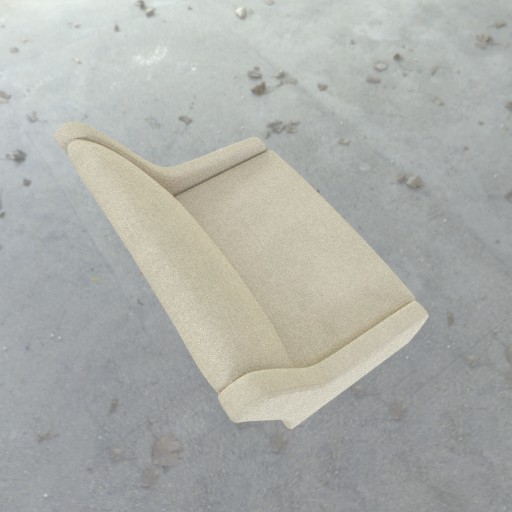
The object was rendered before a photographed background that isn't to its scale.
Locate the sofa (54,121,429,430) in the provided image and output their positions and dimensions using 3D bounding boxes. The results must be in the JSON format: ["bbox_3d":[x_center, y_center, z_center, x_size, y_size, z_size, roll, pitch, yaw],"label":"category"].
[{"bbox_3d":[0.000,0.000,1.853,0.946,0.976,1.212,-30,63,-17],"label":"sofa"}]
